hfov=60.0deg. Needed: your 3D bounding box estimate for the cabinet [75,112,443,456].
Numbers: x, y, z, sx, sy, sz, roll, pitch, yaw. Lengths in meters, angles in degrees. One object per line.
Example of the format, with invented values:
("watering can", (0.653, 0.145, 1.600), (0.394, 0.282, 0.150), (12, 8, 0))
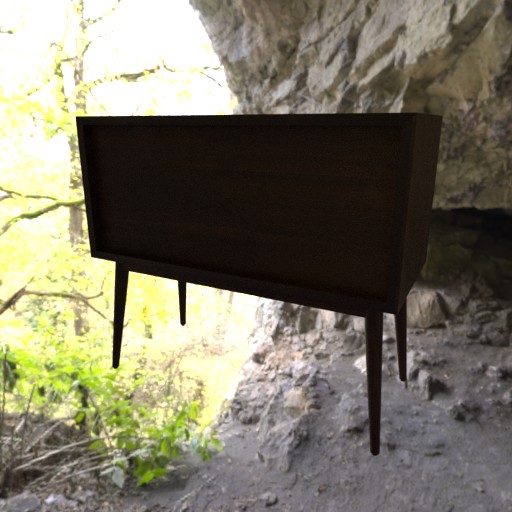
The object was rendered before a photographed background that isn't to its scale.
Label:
("cabinet", (0.000, 0.000, 1.086), (0.743, 0.654, 0.354), (9, 19, 27))
